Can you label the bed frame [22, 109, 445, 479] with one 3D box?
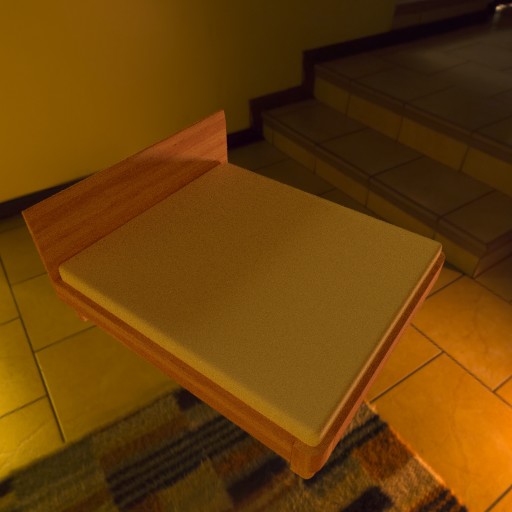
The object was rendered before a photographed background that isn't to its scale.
[{"bbox_3d":[0.000,0.000,3.048,2.092,0.940,1.872,26,47,26],"label":"bed frame"}]
